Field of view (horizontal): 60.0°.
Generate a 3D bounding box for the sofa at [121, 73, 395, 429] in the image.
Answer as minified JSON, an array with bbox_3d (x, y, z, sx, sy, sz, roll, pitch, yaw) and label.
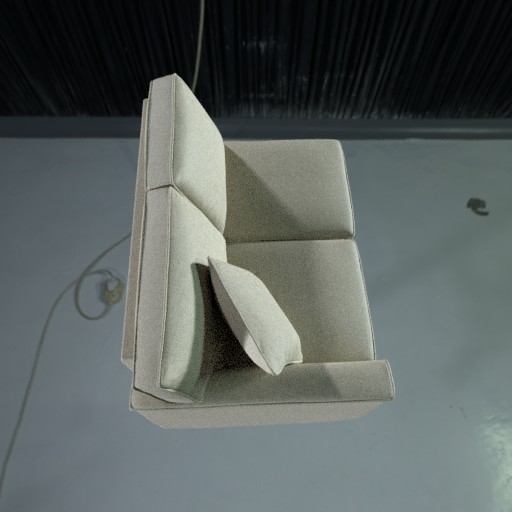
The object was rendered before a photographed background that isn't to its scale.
[{"bbox_3d":[0.000,0.000,2.053,0.991,0.989,1.388,-3,63,-1],"label":"sofa"}]
